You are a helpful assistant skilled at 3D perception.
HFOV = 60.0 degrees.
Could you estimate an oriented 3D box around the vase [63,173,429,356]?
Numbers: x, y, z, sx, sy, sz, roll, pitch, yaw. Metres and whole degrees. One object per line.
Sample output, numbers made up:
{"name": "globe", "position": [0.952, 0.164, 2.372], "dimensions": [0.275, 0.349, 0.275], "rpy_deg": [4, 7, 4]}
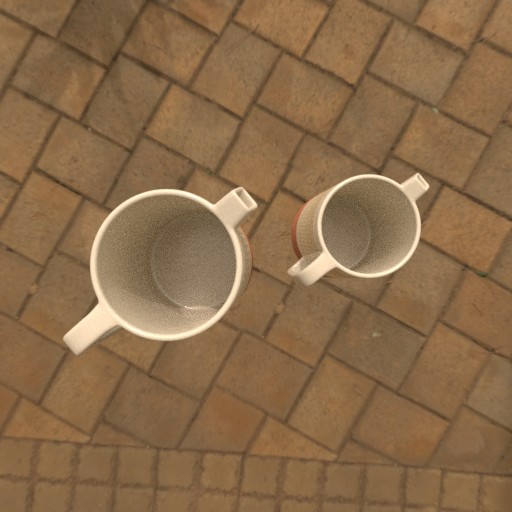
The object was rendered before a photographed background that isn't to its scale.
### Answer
{"name": "vase", "position": [0.000, 0.000, 0.473], "dimensions": [0.326, 0.247, 0.168], "rpy_deg": [0, 90, -1]}
